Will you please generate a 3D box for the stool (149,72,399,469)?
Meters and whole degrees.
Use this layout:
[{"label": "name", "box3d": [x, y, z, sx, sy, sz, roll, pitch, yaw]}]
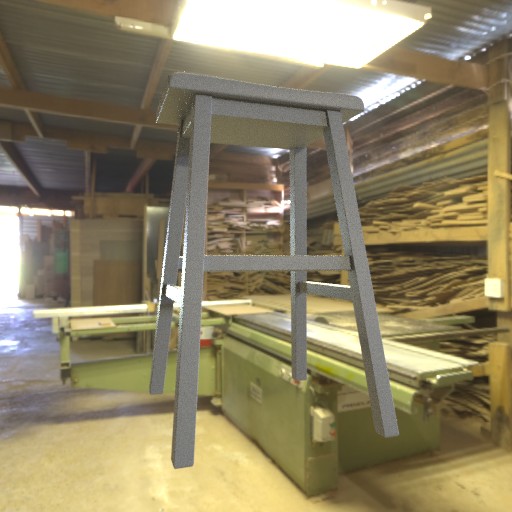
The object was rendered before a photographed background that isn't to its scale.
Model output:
[{"label": "stool", "box3d": [0.000, 0.000, 1.061, 0.457, 0.737, 0.476, 0, -1, -19]}]
